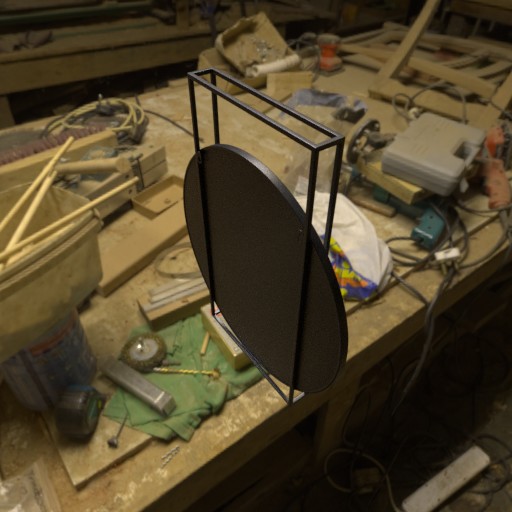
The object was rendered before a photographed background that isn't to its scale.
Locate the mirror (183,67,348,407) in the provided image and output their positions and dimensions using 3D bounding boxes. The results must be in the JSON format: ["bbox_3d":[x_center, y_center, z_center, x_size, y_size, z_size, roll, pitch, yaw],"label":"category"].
[{"bbox_3d":[0.000,0.000,0.843,0.051,0.603,0.508,-26,48,-26],"label":"mirror"}]
